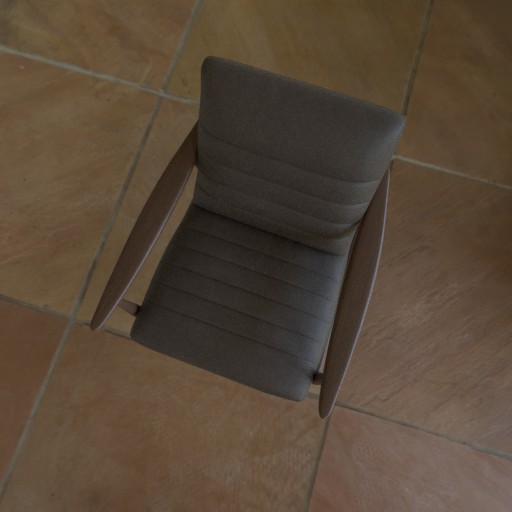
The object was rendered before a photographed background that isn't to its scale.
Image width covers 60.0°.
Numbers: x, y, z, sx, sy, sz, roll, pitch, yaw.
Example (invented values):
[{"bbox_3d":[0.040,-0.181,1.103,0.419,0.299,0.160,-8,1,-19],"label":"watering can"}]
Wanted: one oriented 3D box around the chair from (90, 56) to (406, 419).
[{"bbox_3d":[0.000,0.000,1.457,0.741,0.831,0.798,19,76,5],"label":"chair"}]
